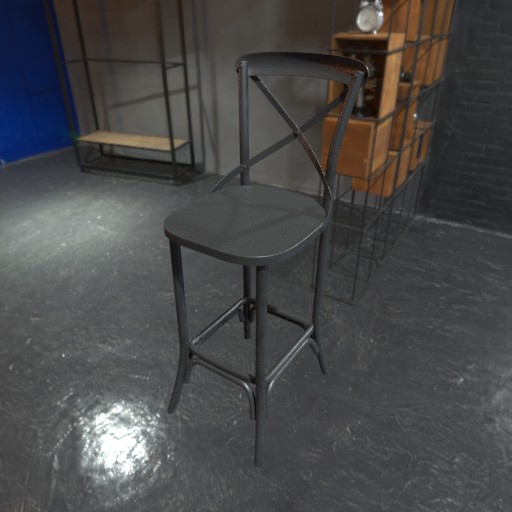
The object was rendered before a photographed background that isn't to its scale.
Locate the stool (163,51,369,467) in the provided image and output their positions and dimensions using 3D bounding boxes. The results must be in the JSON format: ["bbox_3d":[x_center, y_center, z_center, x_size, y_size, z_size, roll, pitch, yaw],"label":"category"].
[{"bbox_3d":[0.000,0.000,1.446,0.457,1.168,0.584,18,35,29],"label":"stool"}]
